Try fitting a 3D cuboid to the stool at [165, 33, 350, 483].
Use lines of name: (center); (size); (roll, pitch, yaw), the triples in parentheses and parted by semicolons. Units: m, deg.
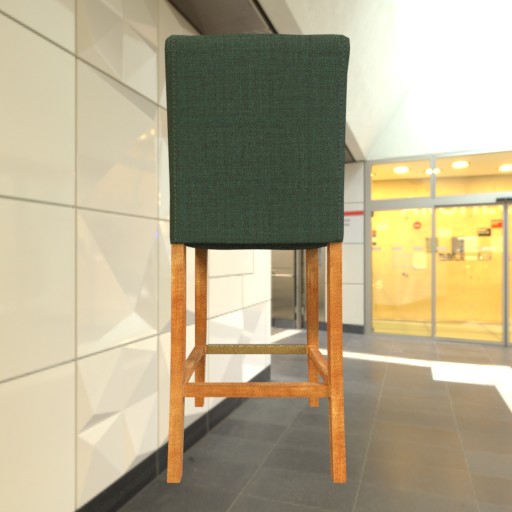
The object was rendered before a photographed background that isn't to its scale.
stool: (0.000, 0.000, 1.288); (0.454, 1.039, 0.567); (0, 0, 0)
